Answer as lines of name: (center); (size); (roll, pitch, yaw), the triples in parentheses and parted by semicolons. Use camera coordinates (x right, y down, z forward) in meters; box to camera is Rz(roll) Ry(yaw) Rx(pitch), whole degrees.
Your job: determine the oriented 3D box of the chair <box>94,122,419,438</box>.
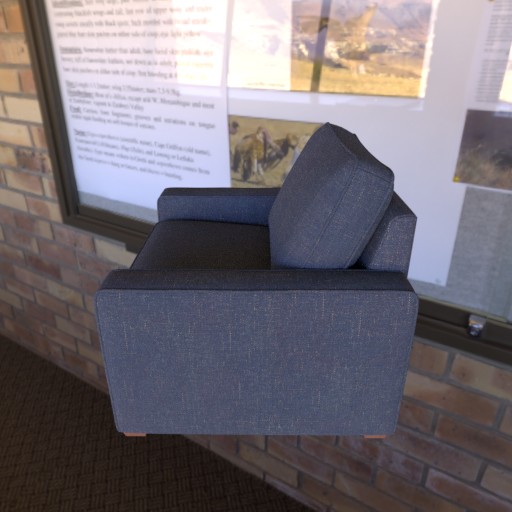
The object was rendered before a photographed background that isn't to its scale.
chair: (0.000, 0.000, 1.724); (0.940, 0.919, 1.017); (0, 26, 1)
